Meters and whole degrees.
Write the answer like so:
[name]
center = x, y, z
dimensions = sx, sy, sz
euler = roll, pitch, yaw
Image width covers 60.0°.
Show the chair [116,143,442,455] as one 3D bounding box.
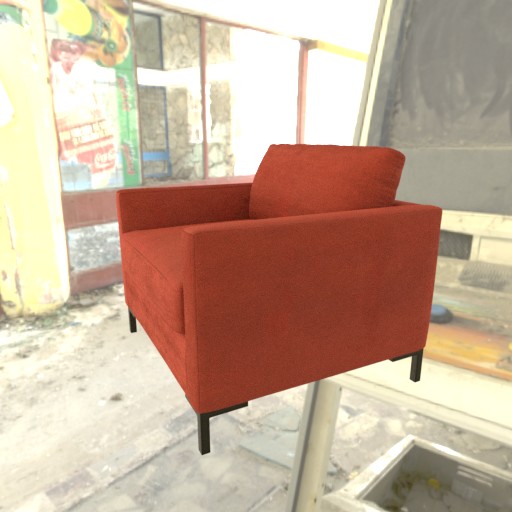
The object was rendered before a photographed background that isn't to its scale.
[chair]
center = 0.000, 0.000, 1.667
dimensions = 0.875, 0.812, 0.964
euler = -8, 17, -26
